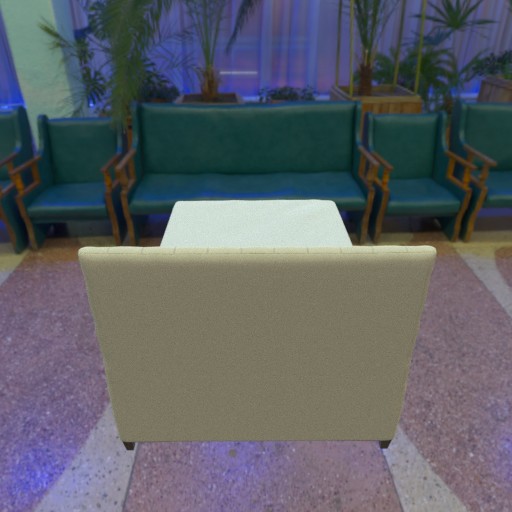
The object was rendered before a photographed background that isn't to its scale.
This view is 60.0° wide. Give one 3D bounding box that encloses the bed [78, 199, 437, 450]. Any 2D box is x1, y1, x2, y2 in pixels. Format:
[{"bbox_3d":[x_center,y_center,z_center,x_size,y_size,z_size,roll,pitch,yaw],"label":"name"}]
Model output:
[{"bbox_3d":[0.000,0.000,3.407,1.698,1.427,2.387,0,31,0],"label":"bed"}]
